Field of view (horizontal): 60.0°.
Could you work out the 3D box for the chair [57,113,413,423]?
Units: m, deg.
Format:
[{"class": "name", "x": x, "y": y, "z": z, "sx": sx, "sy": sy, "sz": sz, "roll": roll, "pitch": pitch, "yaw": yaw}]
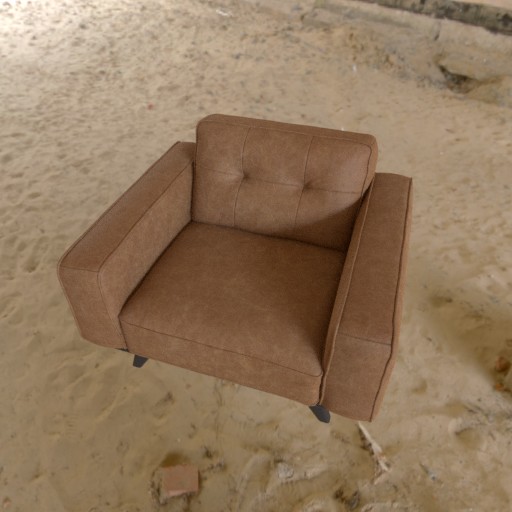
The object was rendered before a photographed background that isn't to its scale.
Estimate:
[{"class": "chair", "x": 0.000, "y": 0.000, "z": 1.749, "sx": 1.118, "sy": 0.782, "sz": 0.952, "roll": 12, "pitch": 42, "yaw": 14}]
